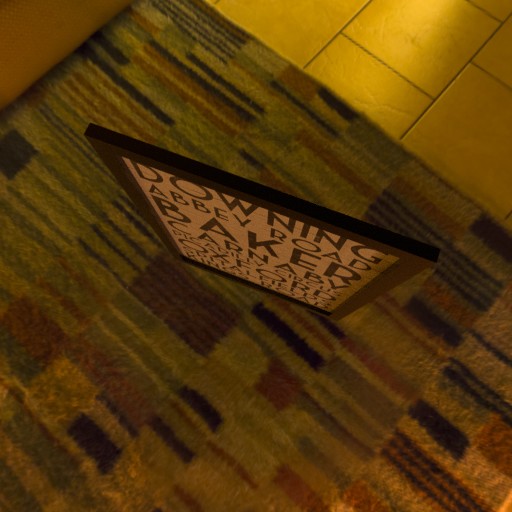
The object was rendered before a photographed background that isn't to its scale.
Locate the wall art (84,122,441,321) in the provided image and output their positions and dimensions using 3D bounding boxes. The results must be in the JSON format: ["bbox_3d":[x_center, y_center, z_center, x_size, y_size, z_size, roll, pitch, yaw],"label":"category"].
[{"bbox_3d":[0.000,0.000,0.566,0.304,0.432,0.013,21,77,5],"label":"wall art"}]
